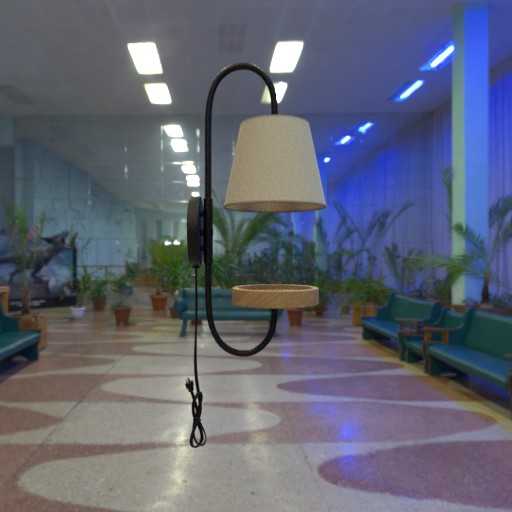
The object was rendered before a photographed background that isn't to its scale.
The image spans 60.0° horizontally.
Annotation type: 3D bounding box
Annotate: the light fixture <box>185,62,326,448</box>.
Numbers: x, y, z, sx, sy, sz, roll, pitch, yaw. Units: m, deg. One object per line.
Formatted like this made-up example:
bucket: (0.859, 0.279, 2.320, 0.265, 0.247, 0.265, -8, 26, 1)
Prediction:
light fixture: (0.000, 0.000, 0.946, 0.299, 0.821, 0.220, 0, 0, -2)
